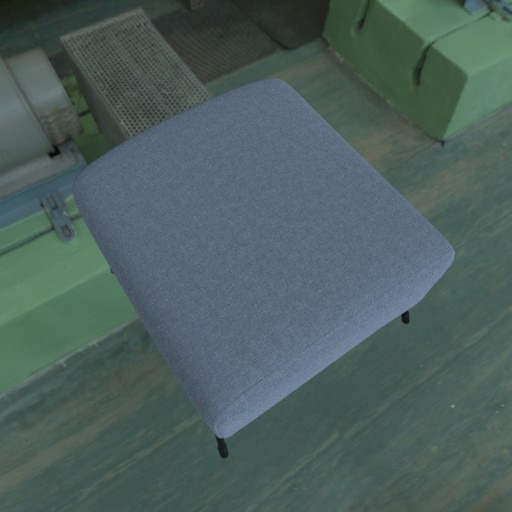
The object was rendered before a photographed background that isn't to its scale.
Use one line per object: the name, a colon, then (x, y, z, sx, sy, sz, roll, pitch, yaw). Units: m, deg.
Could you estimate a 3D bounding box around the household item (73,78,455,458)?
household item: (0.000, 0.000, 0.902, 0.530, 0.410, 0.530, -31, 67, -15)
